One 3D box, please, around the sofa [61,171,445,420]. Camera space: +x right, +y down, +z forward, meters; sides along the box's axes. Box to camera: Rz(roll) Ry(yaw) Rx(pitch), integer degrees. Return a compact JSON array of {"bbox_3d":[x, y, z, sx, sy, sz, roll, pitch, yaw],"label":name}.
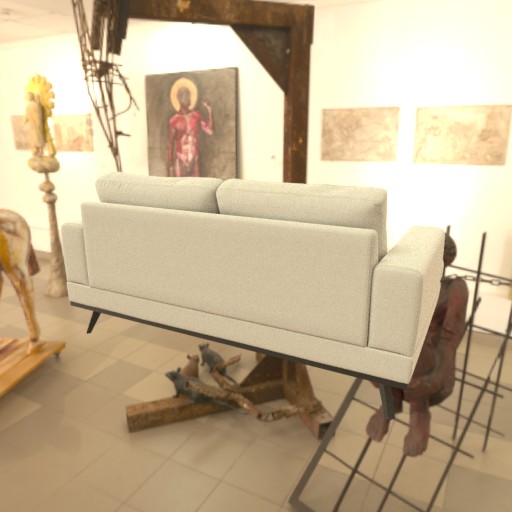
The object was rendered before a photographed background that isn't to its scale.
[{"bbox_3d":[0.000,0.000,2.175,1.650,0.810,0.920,8,18,26],"label":"sofa"}]
